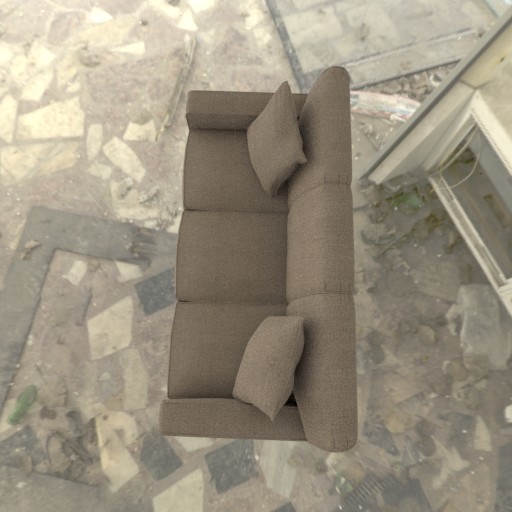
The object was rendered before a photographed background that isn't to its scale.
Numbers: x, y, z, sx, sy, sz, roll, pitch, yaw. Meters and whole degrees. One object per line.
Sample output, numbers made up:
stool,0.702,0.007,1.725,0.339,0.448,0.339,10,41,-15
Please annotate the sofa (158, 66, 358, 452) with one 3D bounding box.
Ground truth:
sofa,0.000,0.000,2.635,0.997,0.958,2.024,2,75,1
